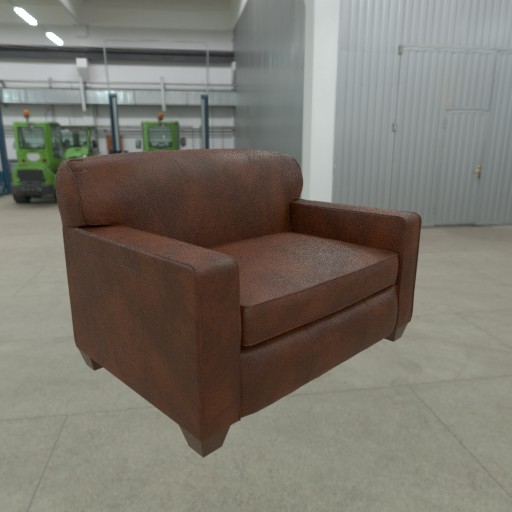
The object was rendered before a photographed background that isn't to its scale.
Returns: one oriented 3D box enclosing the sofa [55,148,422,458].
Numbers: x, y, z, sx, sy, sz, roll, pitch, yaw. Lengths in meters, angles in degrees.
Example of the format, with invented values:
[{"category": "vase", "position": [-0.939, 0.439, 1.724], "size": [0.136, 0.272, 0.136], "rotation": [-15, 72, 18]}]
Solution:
[{"category": "sofa", "position": [0.000, 0.000, 2.053], "size": [1.413, 0.956, 1.000], "rotation": [-14, 20, -43]}]
